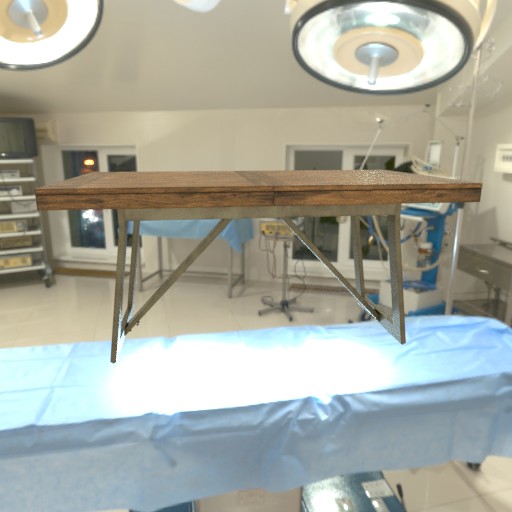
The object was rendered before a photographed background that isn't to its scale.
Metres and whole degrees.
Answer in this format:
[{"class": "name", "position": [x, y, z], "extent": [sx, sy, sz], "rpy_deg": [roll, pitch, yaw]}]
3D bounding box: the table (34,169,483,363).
[{"class": "table", "position": [0.000, 0.000, 2.145], "extent": [1.641, 0.757, 0.931], "rpy_deg": [-2, 14, -8]}]
